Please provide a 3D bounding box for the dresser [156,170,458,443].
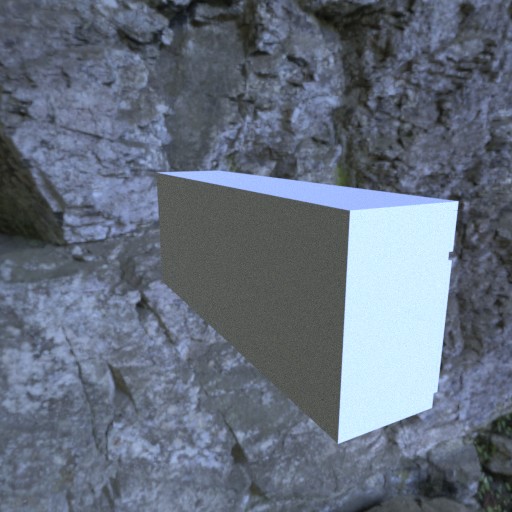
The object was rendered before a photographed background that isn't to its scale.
[{"bbox_3d":[0.000,0.000,2.541,0.500,0.840,2.200,-7,16,-27],"label":"dresser"}]
